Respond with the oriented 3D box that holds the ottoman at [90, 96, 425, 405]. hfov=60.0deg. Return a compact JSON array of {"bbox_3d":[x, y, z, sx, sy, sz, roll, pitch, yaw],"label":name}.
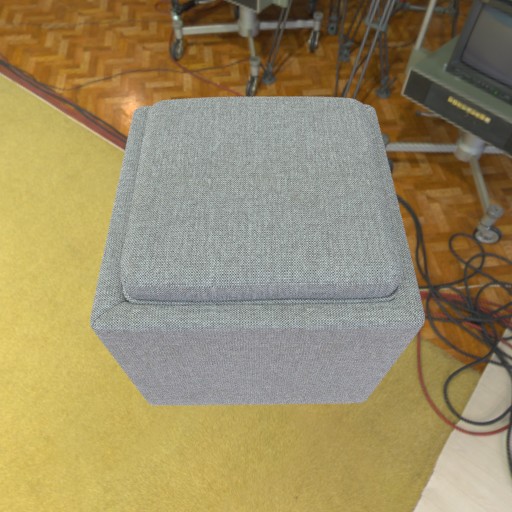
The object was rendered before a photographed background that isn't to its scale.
[{"bbox_3d":[0.000,0.000,0.844,0.450,0.460,0.450,-1,57,0],"label":"ottoman"}]
